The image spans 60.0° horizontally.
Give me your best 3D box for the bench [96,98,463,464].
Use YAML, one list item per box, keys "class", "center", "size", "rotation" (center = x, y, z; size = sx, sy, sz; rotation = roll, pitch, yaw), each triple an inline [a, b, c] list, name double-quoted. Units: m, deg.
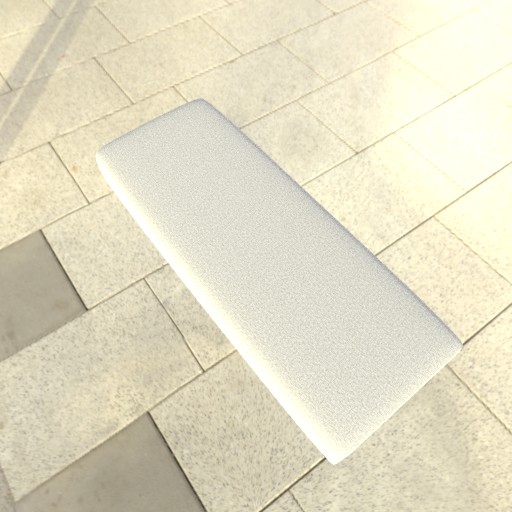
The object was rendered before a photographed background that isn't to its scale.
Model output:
- class: "bench"
  center: [0.000, 0.000, 1.881]
  size: [0.631, 0.383, 1.598]
  rotation: [-34, 65, -18]
